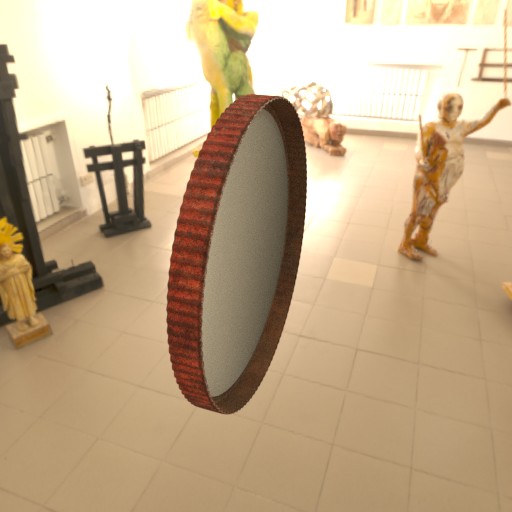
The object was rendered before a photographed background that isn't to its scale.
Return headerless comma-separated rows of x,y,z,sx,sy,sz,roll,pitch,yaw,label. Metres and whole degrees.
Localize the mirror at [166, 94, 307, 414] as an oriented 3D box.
0.000,0.000,0.890,0.056,0.609,0.609,10,31,17,mirror
